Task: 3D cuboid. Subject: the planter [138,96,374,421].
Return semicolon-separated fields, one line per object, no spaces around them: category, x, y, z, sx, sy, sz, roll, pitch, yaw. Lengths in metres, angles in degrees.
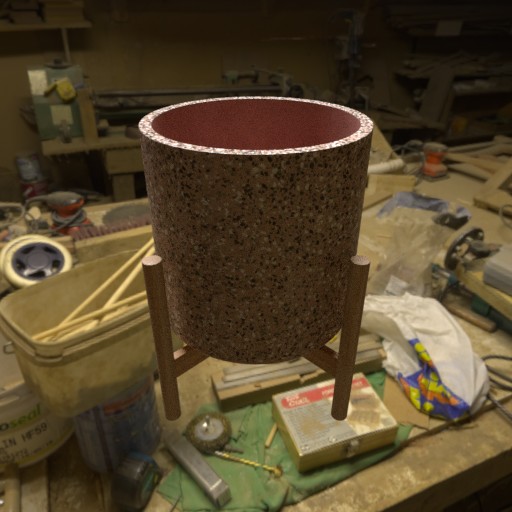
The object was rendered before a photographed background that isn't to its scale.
planter;0.000;0.000;0.691;0.360;0.419;0.360;-12;32;-19
